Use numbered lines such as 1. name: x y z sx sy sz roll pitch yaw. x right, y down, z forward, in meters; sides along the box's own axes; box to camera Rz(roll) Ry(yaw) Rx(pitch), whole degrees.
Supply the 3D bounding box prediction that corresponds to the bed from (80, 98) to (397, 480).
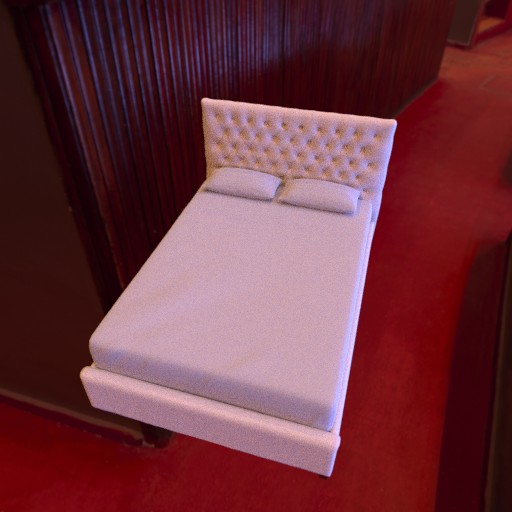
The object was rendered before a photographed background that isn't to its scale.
1. bed: 0.000 0.000 3.366 1.698 1.427 2.387 11 41 13
